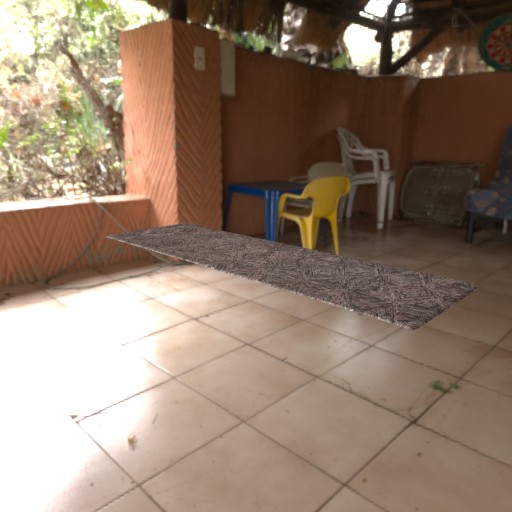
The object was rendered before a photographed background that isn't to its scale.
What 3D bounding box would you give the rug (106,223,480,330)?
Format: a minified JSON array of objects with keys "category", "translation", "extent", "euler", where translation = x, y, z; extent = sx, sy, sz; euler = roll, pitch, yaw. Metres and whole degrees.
[{"category":"rug","translation":[0.000,0.000,2.631],"extent":[2.305,0.013,0.719],"euler":[14,20,42]}]
